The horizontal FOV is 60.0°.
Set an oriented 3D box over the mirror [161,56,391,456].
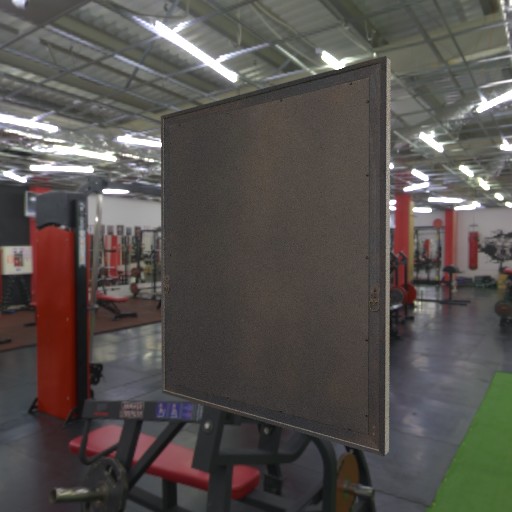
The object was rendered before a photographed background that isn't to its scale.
[{"bbox_3d":[0.000,0.000,1.206,0.730,0.882,0.032,1,1,37],"label":"mirror"}]
